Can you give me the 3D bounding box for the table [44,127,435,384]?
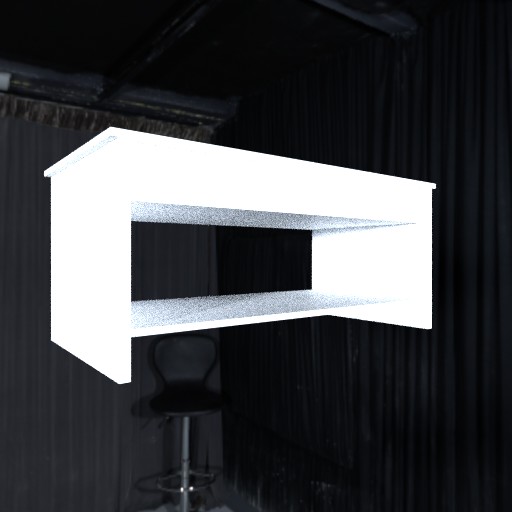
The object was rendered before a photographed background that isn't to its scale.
[{"bbox_3d":[0.000,0.000,1.254,1.000,0.441,0.500,0,0,-37],"label":"table"}]
